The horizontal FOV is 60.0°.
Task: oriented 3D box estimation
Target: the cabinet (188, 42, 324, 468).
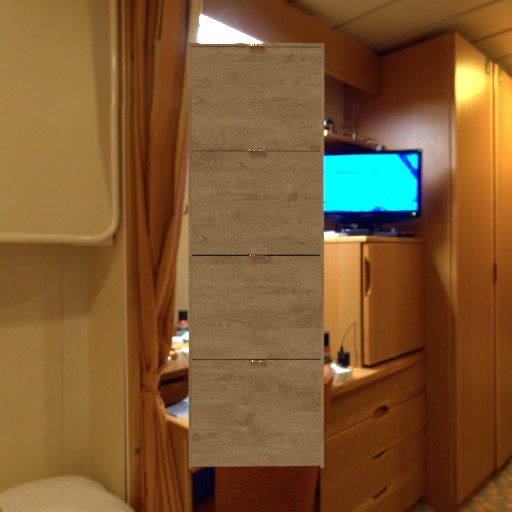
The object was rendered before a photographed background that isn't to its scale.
[{"bbox_3d":[0.000,0.000,1.809,0.520,1.630,0.250,0,0,-1],"label":"cabinet"}]
